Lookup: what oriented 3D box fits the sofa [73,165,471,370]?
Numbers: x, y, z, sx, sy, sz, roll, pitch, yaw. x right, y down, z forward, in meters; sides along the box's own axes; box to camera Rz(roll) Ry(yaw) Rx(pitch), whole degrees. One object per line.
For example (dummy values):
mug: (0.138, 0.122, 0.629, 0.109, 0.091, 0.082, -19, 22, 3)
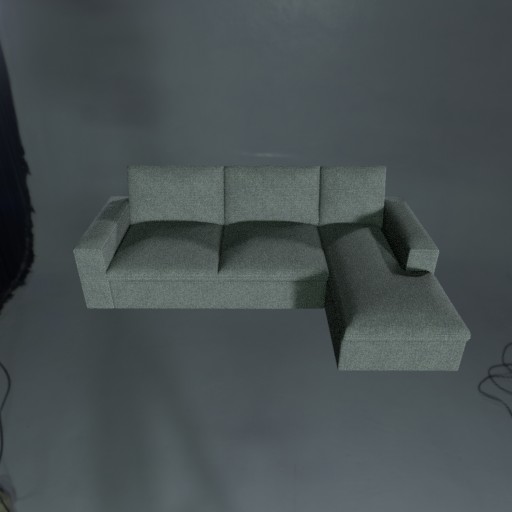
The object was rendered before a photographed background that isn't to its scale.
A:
sofa: (0.000, 0.000, 3.453, 2.718, 0.940, 1.689, 0, 31, 0)
